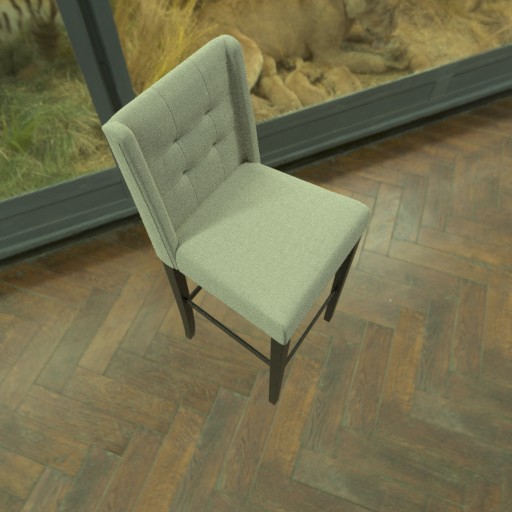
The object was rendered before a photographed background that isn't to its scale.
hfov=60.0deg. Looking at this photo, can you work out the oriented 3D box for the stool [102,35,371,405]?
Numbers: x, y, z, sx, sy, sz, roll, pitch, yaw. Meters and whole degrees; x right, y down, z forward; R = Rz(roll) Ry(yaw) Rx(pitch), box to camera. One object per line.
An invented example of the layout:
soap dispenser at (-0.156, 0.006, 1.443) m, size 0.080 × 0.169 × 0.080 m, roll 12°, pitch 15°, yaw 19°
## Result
stool at (0.000, 0.000, 1.409) m, size 0.509 × 1.116 × 0.474 m, roll 30°, pitch 62°, yaw 18°
